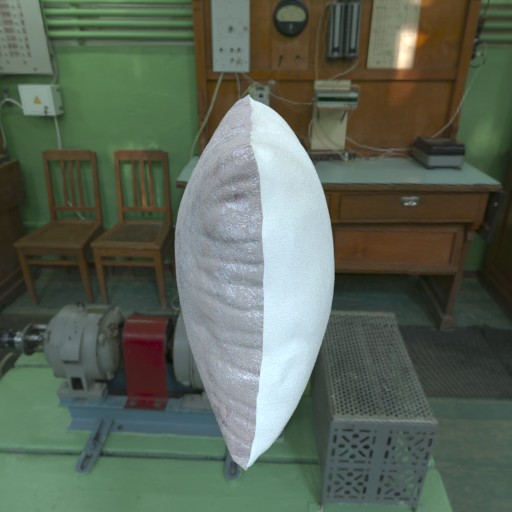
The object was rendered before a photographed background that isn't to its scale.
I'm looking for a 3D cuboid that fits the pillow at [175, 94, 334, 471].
[{"bbox_3d":[0.000,0.000,0.715,0.245,0.448,0.450,0,27,1],"label":"pillow"}]
